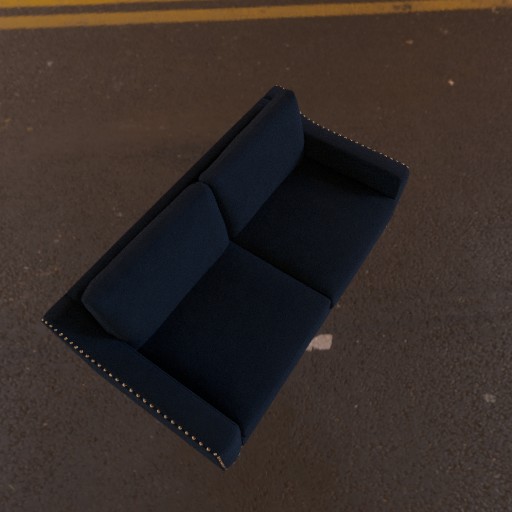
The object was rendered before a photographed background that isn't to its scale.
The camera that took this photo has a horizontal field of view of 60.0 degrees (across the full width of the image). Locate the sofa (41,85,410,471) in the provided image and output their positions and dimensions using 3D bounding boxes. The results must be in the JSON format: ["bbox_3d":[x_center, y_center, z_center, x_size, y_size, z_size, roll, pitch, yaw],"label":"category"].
[{"bbox_3d":[0.000,0.000,2.711,1.104,0.983,2.107,30,63,17],"label":"sofa"}]
